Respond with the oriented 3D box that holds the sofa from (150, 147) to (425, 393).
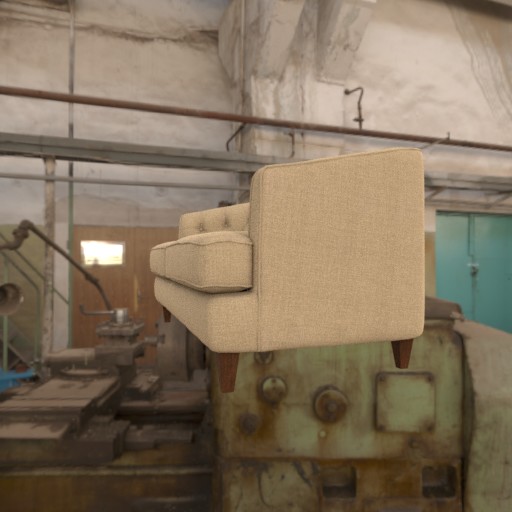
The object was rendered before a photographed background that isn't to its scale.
[{"bbox_3d":[0.000,0.000,2.251,0.941,0.855,1.733,0,0,-18],"label":"sofa"}]
